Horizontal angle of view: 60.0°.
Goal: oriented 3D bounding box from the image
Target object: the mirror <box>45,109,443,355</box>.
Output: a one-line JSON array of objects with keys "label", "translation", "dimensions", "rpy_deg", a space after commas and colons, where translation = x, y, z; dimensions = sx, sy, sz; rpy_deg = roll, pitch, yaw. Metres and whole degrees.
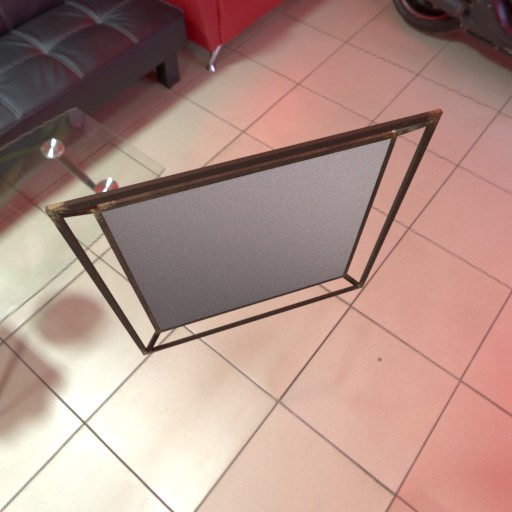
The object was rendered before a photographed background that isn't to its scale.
[{"label": "mirror", "translation": [0.000, 0.000, 0.917], "dimensions": [0.610, 0.610, 0.032], "rpy_deg": [-16, 60, -9]}]
